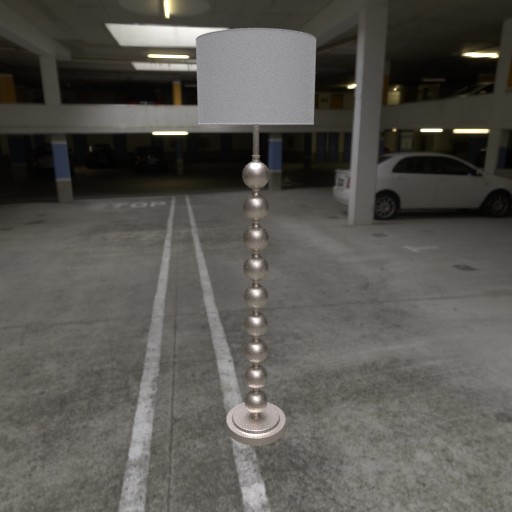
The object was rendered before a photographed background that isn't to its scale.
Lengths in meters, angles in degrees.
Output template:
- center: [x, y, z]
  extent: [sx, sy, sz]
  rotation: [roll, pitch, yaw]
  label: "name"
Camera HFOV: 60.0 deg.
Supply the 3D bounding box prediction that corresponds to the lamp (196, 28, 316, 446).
- center: [0.000, 0.000, 1.651]
  extent: [0.394, 1.474, 0.394]
  rotation: [-3, 16, -10]
  label: "lamp"
